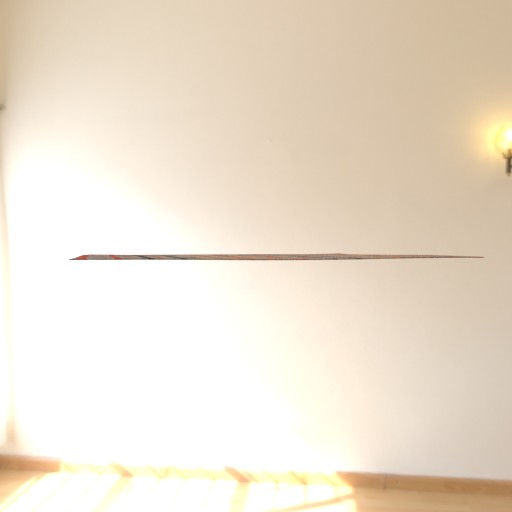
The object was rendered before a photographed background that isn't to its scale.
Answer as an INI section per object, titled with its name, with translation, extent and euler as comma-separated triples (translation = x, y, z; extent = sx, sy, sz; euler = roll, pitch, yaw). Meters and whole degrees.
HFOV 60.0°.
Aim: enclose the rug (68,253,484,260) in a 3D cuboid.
[rug]
translation = 0.000, 0.000, 4.048
extent = 3.029, 0.022, 2.263
euler = 0, 1, -19
